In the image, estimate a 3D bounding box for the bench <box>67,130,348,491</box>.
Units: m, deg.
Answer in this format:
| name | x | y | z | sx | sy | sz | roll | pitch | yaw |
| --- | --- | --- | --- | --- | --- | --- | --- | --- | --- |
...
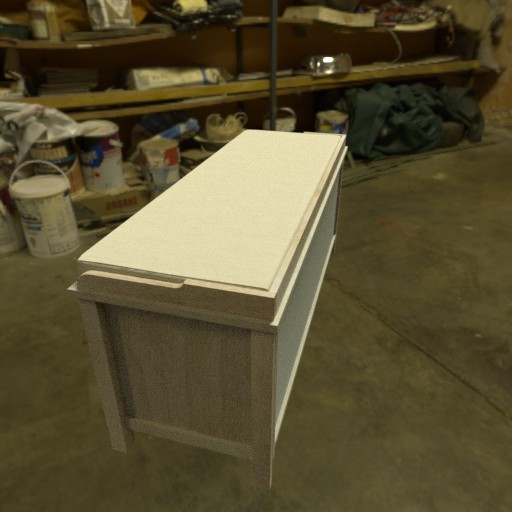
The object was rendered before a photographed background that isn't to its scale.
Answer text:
| name | x | y | z | sx | sy | sz | roll | pitch | yaw |
| --- | --- | --- | --- | --- | --- | --- | --- | --- | --- |
| bench | 0.000 | 0.000 | 1.346 | 0.398 | 0.501 | 1.140 | 8 | 30 | 14 |
